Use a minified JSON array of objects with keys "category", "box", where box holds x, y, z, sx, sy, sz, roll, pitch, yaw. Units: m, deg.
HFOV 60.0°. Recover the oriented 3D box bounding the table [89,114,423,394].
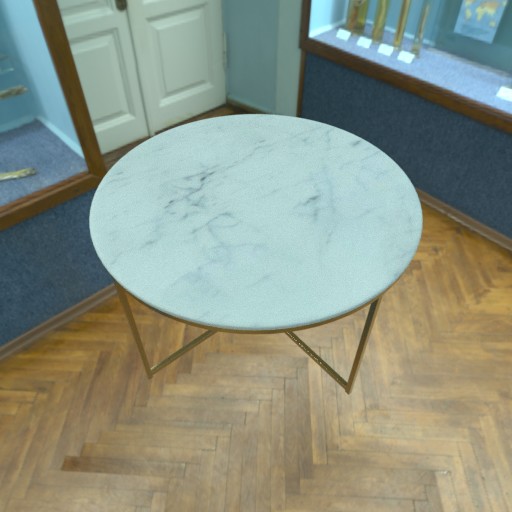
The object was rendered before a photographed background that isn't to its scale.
[{"category":"table","box":[0.000,0.000,1.257,0.800,0.450,0.800,0,46,0]}]
